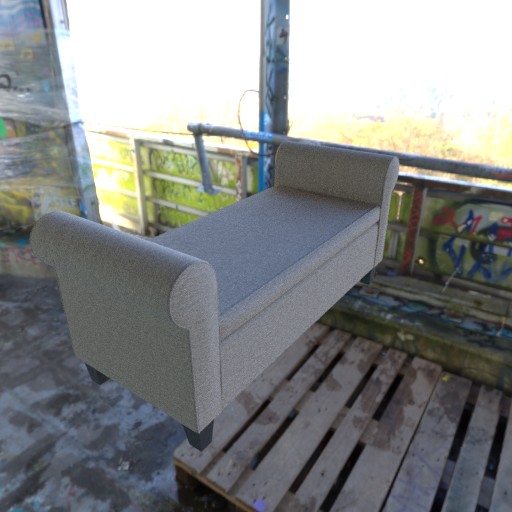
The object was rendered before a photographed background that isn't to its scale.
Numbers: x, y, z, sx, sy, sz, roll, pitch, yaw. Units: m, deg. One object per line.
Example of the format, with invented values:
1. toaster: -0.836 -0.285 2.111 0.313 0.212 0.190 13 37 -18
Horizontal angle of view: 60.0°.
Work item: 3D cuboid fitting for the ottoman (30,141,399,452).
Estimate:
1. ottoman: 0.000 0.000 1.532 0.521 0.547 1.256 18 31 32
